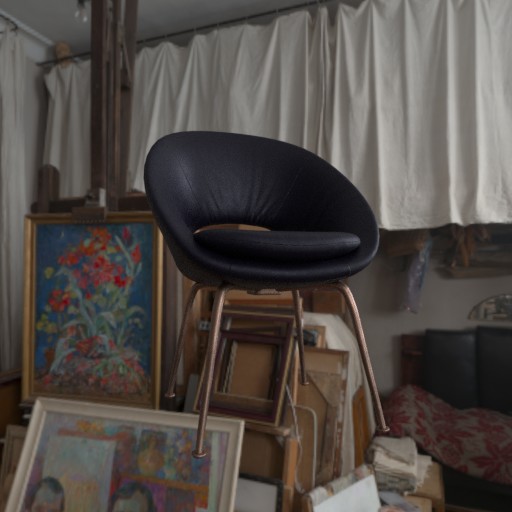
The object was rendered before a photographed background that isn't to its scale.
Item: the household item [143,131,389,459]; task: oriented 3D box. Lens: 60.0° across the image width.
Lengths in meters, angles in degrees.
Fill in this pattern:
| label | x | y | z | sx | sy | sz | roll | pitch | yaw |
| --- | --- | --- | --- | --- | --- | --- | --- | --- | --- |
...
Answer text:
| label | x | y | z | sx | sy | sz | roll | pitch | yaw |
| --- | --- | --- | --- | --- | --- | --- | --- | --- | --- |
| household item | 0.000 | 0.000 | 1.253 | 0.623 | 0.852 | 0.573 | 0 | -2 | -19 |
